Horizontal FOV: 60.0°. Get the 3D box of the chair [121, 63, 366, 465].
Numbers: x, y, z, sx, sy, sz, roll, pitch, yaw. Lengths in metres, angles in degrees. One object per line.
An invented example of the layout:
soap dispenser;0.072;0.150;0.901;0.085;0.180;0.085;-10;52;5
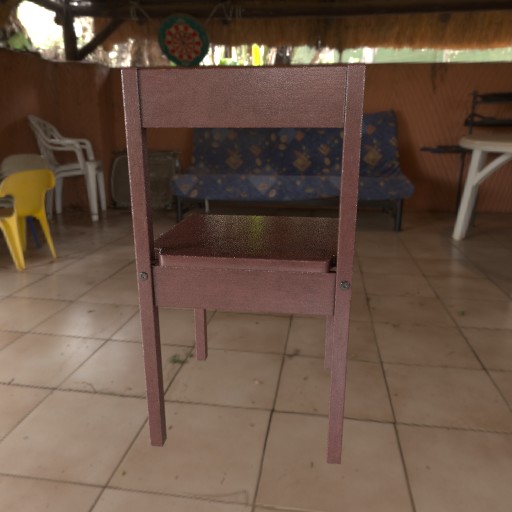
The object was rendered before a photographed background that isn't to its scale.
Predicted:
chair;0.000;0.000;0.894;0.367;0.668;0.361;2;16;8
